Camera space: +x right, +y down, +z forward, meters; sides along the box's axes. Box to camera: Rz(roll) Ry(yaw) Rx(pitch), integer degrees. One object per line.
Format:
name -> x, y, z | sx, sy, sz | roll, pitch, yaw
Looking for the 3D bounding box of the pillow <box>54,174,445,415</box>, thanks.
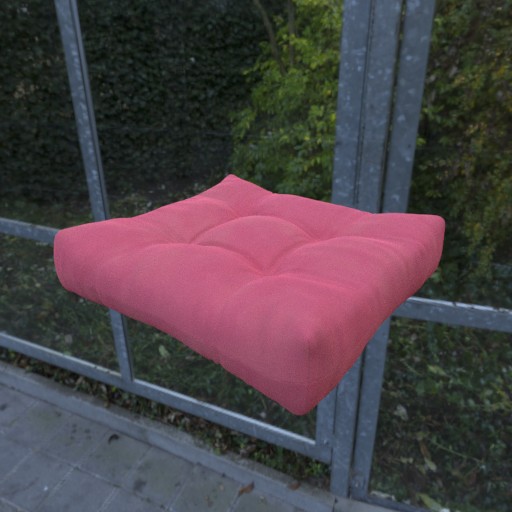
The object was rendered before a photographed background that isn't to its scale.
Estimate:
pillow -> 0.000, 0.000, 0.741 | 0.490, 0.128, 0.468 | 17, 30, 33
